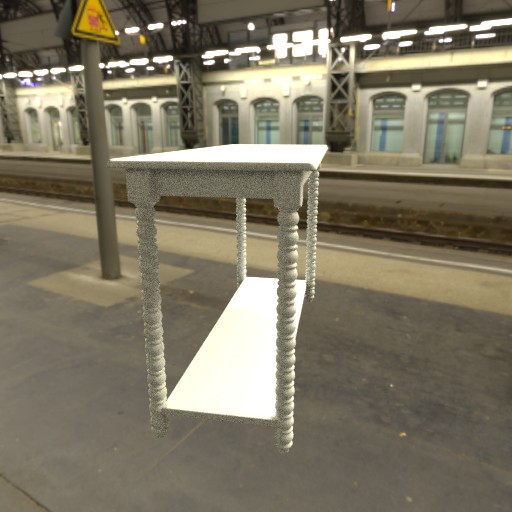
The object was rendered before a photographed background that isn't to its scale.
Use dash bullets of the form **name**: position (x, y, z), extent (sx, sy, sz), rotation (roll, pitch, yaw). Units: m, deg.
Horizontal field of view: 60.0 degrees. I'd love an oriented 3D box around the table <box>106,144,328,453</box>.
- **table**: position (0.000, 0.000, 1.585), extent (0.459, 0.740, 1.184), rotation (3, 16, 10)
